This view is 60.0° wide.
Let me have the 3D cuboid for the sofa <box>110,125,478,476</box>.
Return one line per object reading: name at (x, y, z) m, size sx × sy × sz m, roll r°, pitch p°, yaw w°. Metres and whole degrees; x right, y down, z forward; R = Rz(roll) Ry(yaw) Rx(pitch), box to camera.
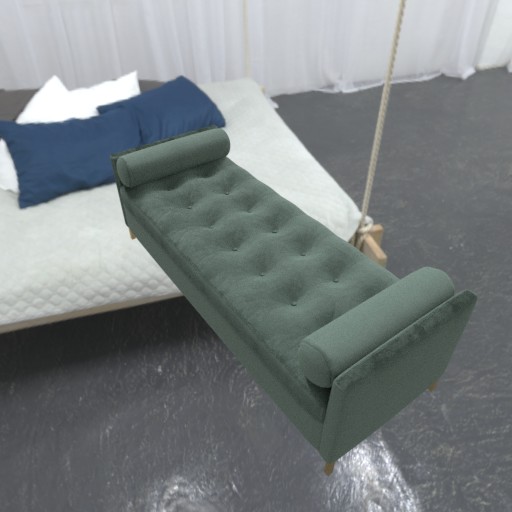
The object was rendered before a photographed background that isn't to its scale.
sofa at (0.000, 0.000, 2.478) m, size 0.796 × 0.705 × 2.102 m, roll -25°, pitch 46°, yaw -27°
